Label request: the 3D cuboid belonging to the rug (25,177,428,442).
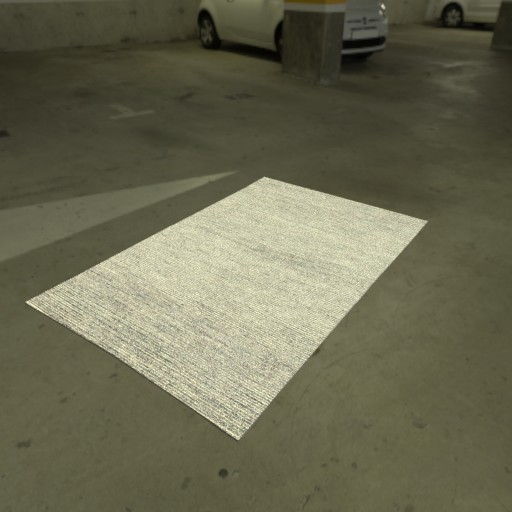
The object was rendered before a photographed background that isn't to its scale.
[{"bbox_3d":[0.000,0.000,2.228,1.159,0.021,1.789,21,37,30],"label":"rug"}]
